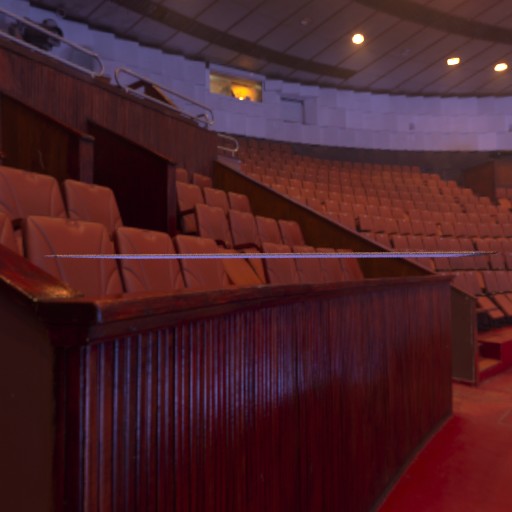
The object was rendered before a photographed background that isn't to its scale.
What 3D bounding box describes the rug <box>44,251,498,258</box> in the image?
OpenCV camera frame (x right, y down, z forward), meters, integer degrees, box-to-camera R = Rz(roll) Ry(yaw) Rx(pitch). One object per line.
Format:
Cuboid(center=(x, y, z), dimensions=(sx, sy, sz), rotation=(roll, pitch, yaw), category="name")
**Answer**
Cuboid(center=(0.000, 0.000, 2.632), dimensions=(2.440, 0.013, 0.769), rotation=(0, -1, 19), category="rug")
